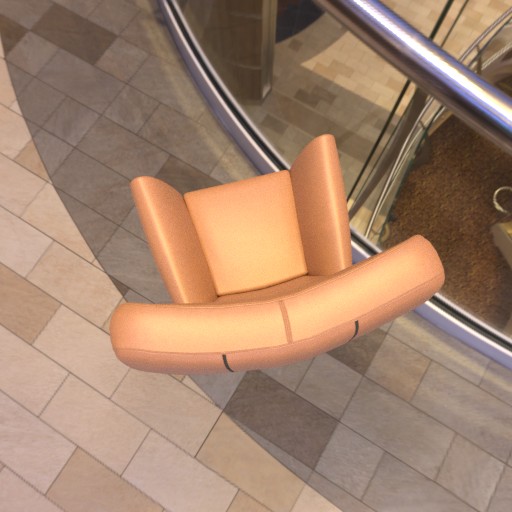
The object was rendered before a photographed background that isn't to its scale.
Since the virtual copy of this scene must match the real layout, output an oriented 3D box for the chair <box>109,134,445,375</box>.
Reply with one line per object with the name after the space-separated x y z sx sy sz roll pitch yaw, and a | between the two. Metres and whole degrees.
0.000 0.000 1.790 0.980 1.050 0.900 -14 75 -4 | chair
